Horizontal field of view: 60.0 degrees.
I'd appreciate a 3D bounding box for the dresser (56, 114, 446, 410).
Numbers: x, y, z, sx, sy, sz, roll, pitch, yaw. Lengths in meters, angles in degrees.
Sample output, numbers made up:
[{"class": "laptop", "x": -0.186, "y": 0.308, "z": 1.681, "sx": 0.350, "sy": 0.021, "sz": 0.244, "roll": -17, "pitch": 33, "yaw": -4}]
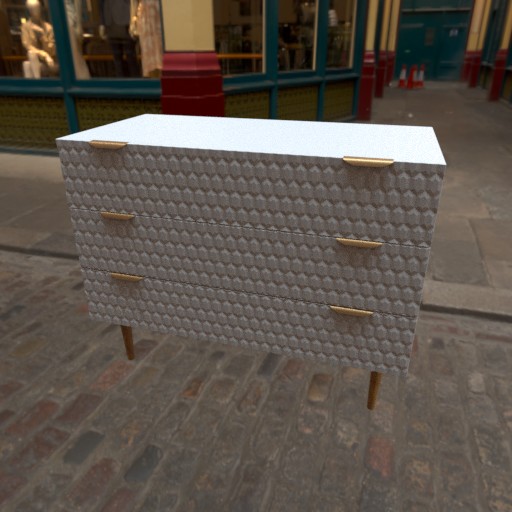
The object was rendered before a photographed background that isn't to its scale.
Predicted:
[{"class": "dresser", "x": 0.000, "y": 0.000, "z": 1.327, "sx": 0.905, "sy": 0.721, "sz": 0.457, "roll": 7, "pitch": 27, "yaw": 15}]
